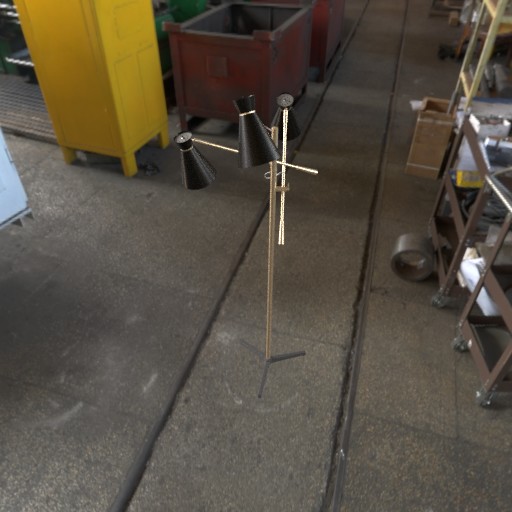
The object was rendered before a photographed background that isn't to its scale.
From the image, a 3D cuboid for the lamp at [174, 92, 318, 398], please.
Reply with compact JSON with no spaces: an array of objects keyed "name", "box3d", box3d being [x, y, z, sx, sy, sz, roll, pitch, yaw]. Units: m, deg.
[{"name":"lamp","box3d":[0.000,0.000,2.205,0.653,1.804,0.750,-11,42,-13]}]
